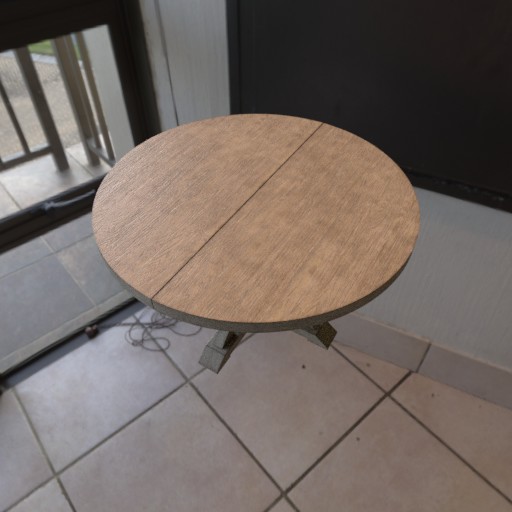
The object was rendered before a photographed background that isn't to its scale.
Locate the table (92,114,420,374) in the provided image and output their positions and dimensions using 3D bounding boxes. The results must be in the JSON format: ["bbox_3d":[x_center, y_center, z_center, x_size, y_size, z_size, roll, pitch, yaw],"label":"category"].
[{"bbox_3d":[0.000,0.000,2.172,1.363,0.781,1.363,0,46,0],"label":"table"}]
